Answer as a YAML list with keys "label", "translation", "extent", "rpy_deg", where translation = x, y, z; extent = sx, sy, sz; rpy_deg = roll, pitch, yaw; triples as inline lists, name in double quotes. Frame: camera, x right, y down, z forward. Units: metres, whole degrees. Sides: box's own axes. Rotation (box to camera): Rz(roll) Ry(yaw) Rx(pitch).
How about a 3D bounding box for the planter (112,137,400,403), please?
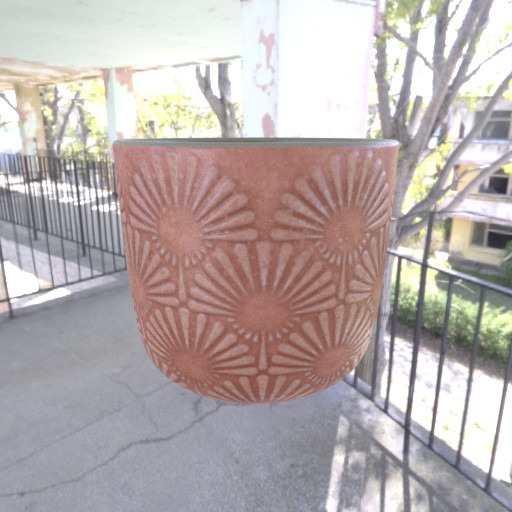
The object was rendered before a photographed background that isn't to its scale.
- label: "planter"
  translation: [0.000, 0.000, 0.214]
  extent: [0.124, 0.109, 0.124]
  rpy_deg: [0, 16, 0]
